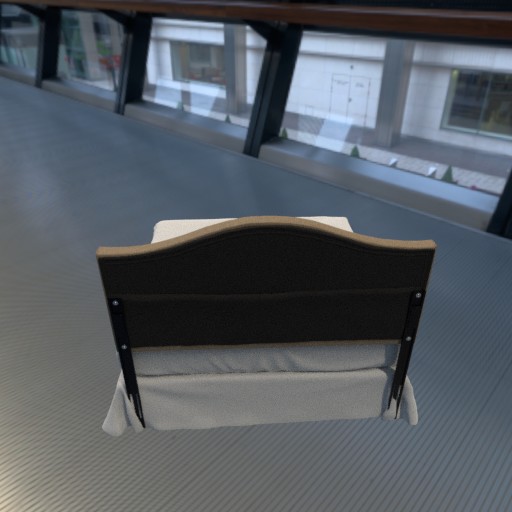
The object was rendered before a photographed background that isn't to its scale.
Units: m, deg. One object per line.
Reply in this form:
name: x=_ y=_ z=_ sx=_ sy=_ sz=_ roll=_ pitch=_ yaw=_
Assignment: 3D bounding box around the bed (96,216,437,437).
bed: x=0.000 y=0.000 z=3.736 sx=2.311 sy=1.651 sz=2.222 roll=-1 pitch=30 yaw=-2
